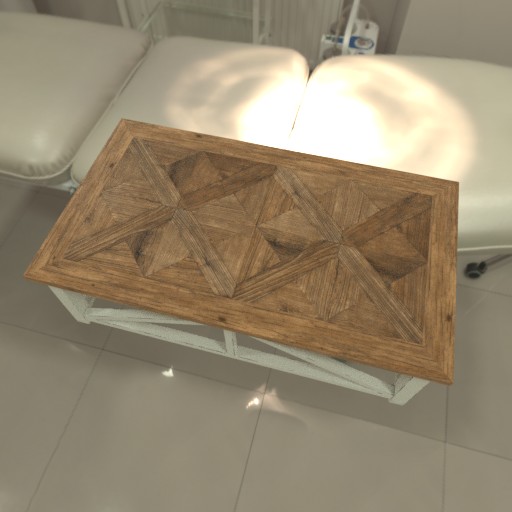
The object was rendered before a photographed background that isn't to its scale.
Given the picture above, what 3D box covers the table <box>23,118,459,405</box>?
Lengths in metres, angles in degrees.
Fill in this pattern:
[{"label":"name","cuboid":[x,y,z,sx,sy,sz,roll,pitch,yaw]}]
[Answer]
[{"label":"table","cuboid":[0.000,0.000,1.762,1.400,0.410,0.800,13,59,8]}]
